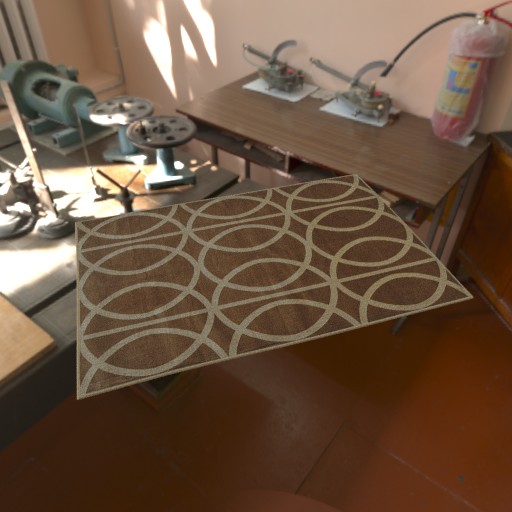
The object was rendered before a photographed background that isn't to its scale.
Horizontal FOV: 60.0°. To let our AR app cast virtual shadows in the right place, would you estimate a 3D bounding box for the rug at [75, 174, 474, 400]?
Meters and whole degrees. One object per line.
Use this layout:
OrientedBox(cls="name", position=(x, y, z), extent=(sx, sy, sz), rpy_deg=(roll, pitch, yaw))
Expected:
OrientedBox(cls="rug", position=(0.000, 0.000, 2.950), extent=(2.290, 0.014, 1.526), rpy_deg=(-12, 42, -13))
